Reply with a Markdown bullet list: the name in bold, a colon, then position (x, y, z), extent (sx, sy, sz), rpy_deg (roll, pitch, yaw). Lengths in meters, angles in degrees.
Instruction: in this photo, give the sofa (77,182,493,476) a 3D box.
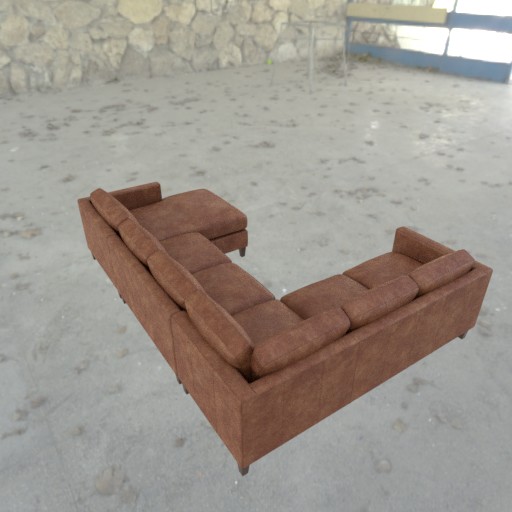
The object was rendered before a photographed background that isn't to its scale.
- **sofa**: position (0.000, 0.000, 4.356), extent (2.452, 0.888, 3.324), rpy_deg (-19, 36, -28)
